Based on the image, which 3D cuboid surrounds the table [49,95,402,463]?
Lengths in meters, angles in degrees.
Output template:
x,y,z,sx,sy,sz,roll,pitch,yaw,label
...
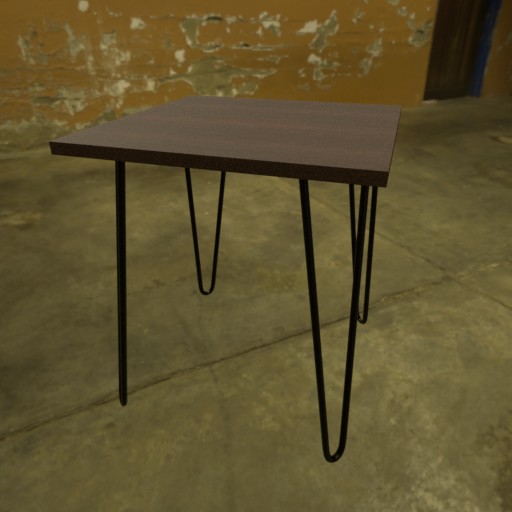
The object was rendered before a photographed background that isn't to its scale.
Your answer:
x,y,z,sx,sy,sz,roll,pitch,yaw,label
0.000,0.000,0.938,0.495,0.559,0.495,9,29,16,table
